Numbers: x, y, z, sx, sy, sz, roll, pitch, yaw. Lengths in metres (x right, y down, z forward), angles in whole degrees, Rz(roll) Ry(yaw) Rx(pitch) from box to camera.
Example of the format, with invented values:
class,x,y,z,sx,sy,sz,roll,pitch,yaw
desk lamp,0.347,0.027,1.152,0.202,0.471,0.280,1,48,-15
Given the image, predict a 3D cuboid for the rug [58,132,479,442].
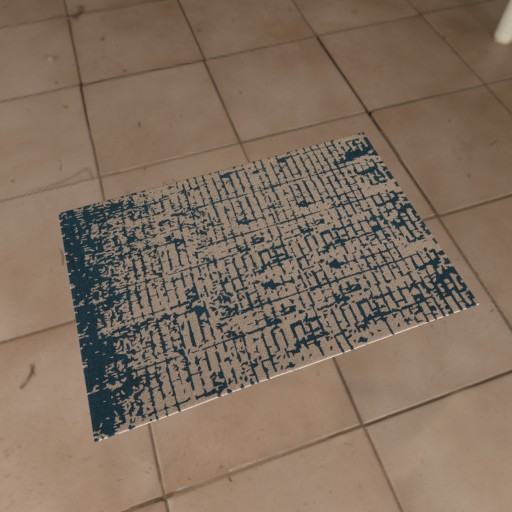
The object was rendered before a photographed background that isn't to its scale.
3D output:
class,x,y,z,sx,sy,sz,roll,pitch,yaw
rug,0.000,0.000,2.251,1.828,0.007,1.220,-17,61,-10
